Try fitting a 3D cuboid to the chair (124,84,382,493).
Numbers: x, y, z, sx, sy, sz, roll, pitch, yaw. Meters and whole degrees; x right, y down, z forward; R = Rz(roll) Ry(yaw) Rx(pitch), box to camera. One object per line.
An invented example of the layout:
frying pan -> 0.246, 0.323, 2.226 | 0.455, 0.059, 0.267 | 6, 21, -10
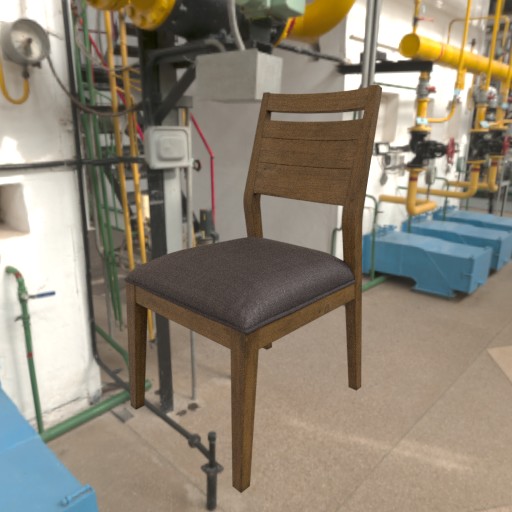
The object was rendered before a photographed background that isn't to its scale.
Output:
chair -> 0.000, 0.000, 1.289 | 0.501, 0.939, 0.610 | 15, 22, 42
